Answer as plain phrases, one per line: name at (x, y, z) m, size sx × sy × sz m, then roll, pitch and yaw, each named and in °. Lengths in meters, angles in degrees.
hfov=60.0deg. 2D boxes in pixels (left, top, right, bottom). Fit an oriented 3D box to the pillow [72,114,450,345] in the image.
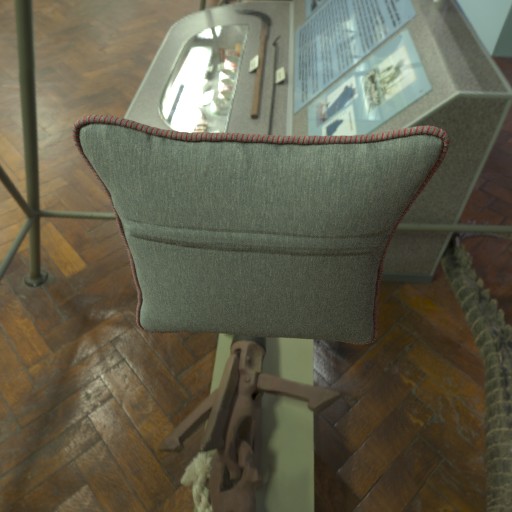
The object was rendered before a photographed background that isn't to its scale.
pillow at (0.000, 0.000, 0.726) m, size 0.482 × 0.491 × 0.124 m, roll 3°, pitch 47°, yaw 3°
